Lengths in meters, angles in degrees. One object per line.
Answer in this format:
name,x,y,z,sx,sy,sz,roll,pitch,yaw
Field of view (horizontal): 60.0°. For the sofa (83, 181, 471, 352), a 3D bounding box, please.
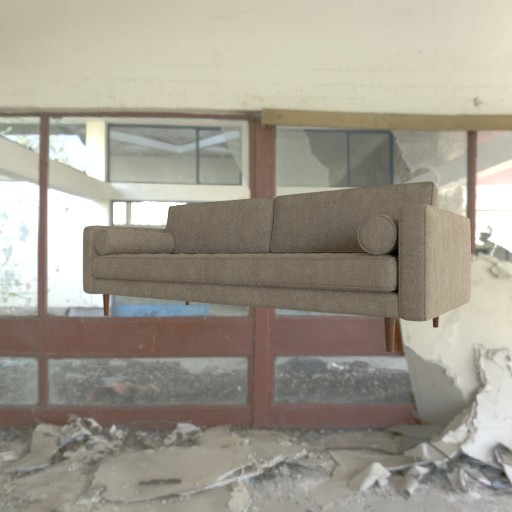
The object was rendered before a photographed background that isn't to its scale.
sofa,0.000,0.000,2.628,2.200,0.770,0.919,0,0,35
